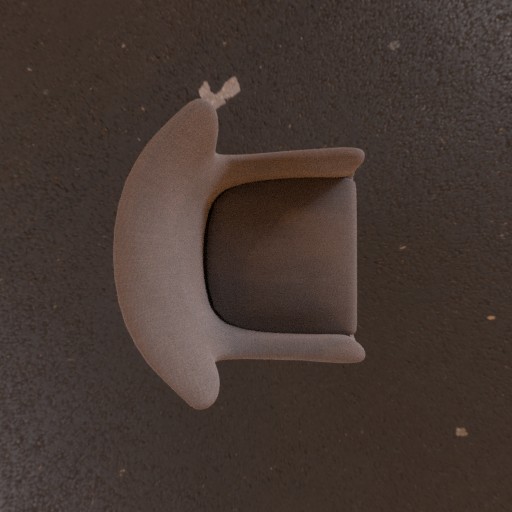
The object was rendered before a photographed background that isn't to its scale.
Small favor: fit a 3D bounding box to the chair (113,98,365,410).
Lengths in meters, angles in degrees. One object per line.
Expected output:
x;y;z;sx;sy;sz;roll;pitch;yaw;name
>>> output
0.000;0.000;1.494;0.677;0.948;0.732;0;89;1;chair
